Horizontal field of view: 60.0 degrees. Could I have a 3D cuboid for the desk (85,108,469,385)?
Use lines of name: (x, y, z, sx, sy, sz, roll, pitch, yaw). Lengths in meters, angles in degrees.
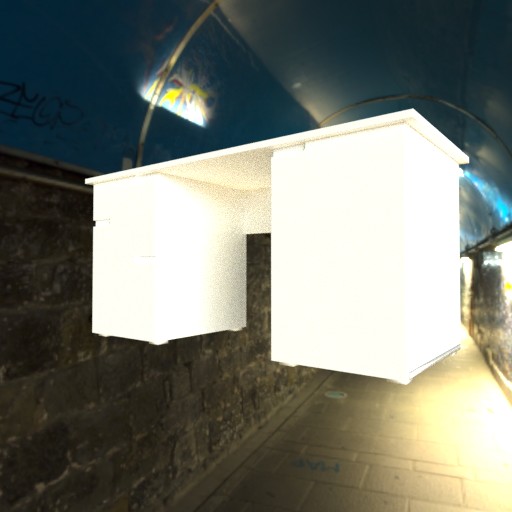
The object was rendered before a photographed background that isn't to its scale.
desk: (0.000, 0.000, 1.933, 1.580, 0.760, 0.670, -1, -2, 37)
